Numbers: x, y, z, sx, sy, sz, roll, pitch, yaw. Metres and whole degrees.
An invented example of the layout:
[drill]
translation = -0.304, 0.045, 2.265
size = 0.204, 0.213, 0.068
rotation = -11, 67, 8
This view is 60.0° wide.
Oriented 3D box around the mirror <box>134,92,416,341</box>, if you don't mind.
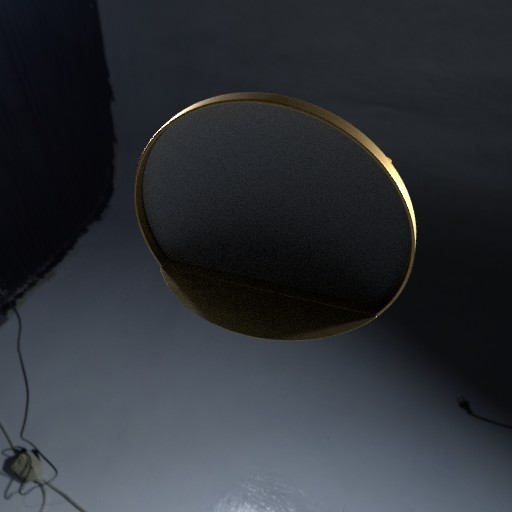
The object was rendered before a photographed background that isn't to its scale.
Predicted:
[mirror]
translation = 0.000, 0.000, 0.681
size = 0.457, 0.457, 0.133
rotation = 12, 43, 13
